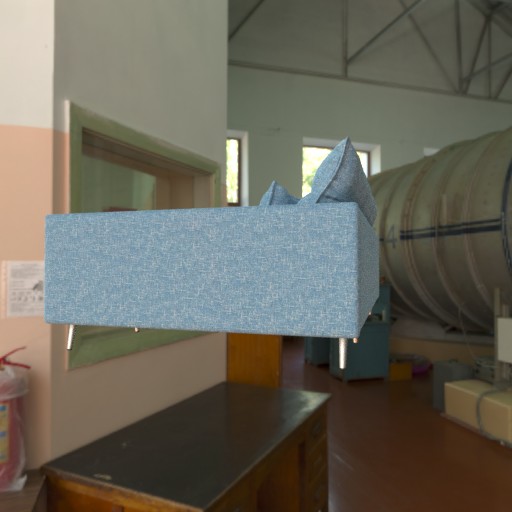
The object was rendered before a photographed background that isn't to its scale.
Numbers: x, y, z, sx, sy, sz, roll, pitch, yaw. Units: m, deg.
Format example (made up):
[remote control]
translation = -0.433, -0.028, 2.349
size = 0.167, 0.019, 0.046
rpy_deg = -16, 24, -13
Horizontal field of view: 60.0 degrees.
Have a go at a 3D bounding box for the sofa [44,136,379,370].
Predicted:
[sofa]
translation = 0.000, 0.000, 2.780
size = 1.420, 0.899, 2.034
rpy_deg = 0, -1, 17
